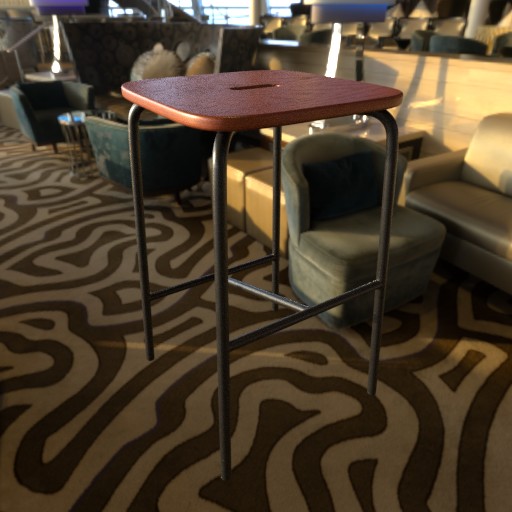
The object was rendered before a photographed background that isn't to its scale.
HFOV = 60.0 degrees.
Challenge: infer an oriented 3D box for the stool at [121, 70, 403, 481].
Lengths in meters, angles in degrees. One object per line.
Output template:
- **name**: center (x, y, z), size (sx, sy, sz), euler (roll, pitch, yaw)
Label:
- **stool**: center (0.000, 0.000, 0.846), size (0.376, 0.610, 0.376), euler (-18, 34, -28)
